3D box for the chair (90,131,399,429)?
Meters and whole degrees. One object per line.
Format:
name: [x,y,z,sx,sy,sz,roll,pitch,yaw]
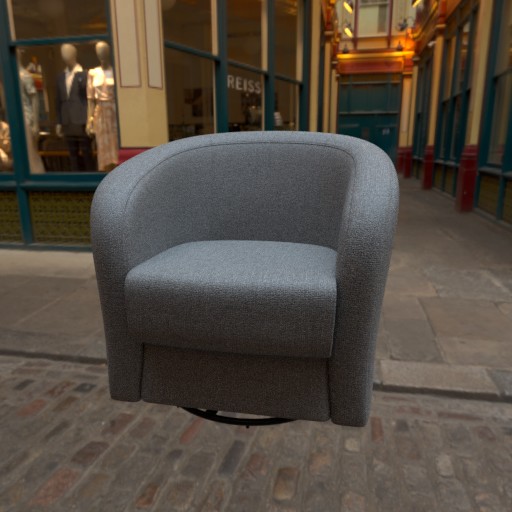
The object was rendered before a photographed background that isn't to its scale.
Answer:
chair: [0.000,0.000,1.395,0.791,0.771,0.815,3,15,10]
